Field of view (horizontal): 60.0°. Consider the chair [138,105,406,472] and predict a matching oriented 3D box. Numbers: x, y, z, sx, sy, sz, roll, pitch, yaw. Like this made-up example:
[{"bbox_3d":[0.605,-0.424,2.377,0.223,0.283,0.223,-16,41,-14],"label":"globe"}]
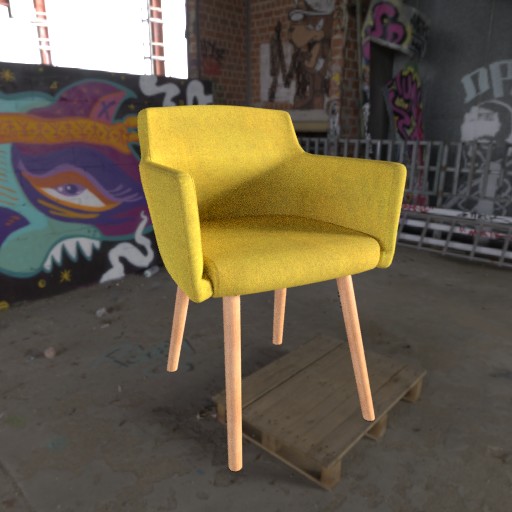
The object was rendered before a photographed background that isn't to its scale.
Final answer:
[{"bbox_3d":[0.000,0.000,1.179,0.570,0.780,0.570,-8,18,-26],"label":"chair"}]
